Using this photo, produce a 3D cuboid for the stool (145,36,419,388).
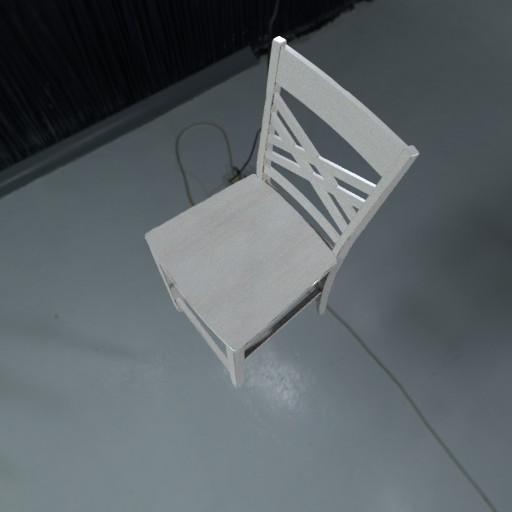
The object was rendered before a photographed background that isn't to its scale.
[{"bbox_3d":[0.000,0.000,1.420,0.539,1.079,0.462,-36,69,-16],"label":"stool"}]
